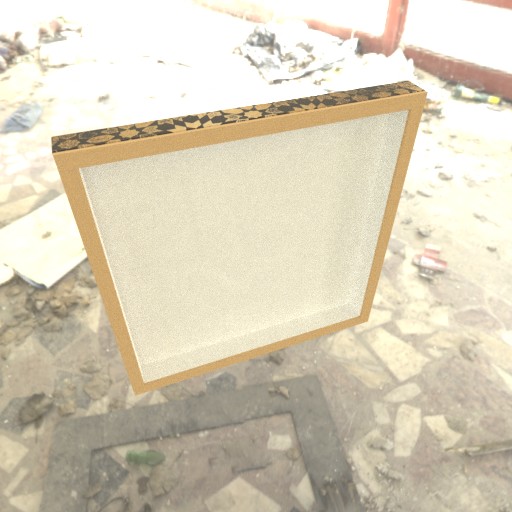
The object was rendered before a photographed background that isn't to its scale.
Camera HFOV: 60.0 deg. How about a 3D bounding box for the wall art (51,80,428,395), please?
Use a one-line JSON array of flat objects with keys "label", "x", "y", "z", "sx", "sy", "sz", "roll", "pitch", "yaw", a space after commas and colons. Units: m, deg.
[{"label": "wall art", "x": 0.000, "y": 0.000, "z": 0.599, "sx": 0.405, "sy": 0.405, "sz": 0.038, "roll": -14, "pitch": 44, "yaw": -15}]
